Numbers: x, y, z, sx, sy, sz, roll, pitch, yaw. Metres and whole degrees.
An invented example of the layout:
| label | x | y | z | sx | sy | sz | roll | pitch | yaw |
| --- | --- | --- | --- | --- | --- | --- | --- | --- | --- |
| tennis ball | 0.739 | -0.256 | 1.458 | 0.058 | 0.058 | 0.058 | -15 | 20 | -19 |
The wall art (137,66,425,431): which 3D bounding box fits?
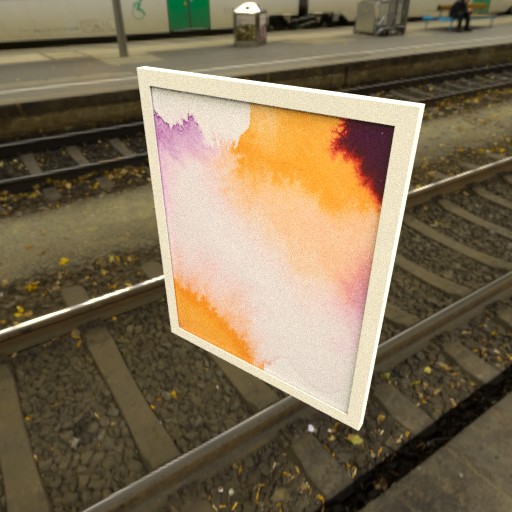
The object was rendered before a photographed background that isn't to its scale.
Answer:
| label | x | y | z | sx | sy | sz | roll | pitch | yaw |
| --- | --- | --- | --- | --- | --- | --- | --- | --- | --- |
| wall art | 0.000 | 0.000 | 1.096 | 0.661 | 0.811 | 0.026 | 20 | 37 | 29 |
